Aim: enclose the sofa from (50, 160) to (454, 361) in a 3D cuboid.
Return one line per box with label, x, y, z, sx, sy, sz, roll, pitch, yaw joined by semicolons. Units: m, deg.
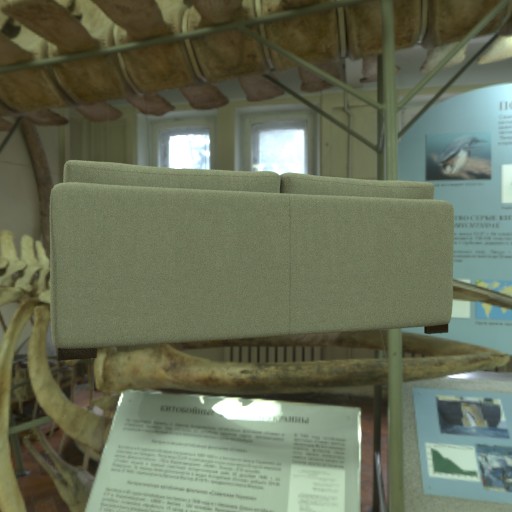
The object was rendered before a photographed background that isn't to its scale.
sofa;0.000;0.000;2.868;2.354;0.980;0.962;0;0;-19
